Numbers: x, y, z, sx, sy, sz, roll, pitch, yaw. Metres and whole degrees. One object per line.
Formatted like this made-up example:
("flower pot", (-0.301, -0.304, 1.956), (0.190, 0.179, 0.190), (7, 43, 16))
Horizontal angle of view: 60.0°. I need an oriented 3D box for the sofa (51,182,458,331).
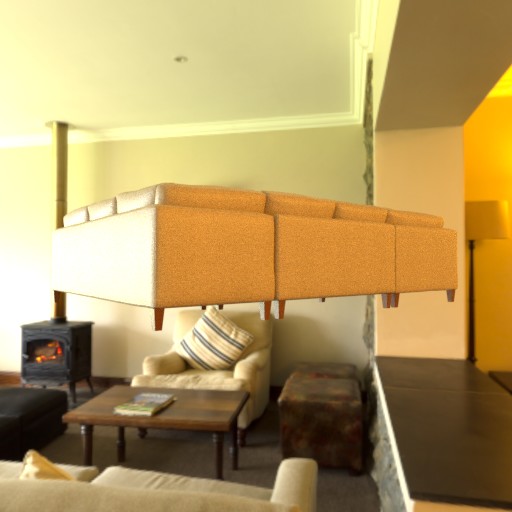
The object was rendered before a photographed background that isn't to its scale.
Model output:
("sofa", (0.000, 0.000, 4.639), (3.460, 0.961, 2.594), (1, -1, -37))
